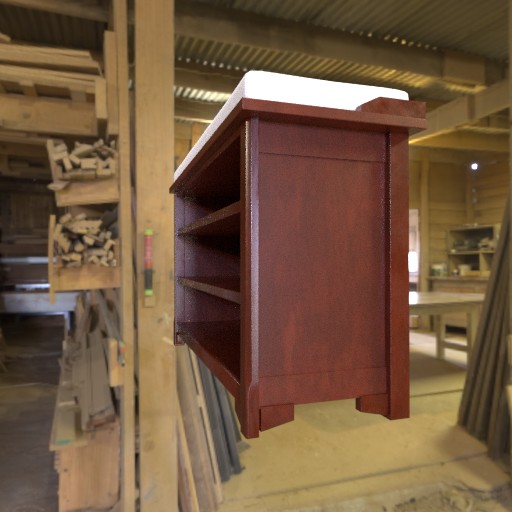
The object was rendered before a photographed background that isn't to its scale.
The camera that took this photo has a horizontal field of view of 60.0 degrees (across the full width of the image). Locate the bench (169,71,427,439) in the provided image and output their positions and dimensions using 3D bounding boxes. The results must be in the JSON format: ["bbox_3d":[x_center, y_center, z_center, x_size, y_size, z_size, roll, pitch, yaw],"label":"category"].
[{"bbox_3d":[0.000,0.000,1.262,0.369,0.646,0.987,0,-1,-18],"label":"bench"}]
